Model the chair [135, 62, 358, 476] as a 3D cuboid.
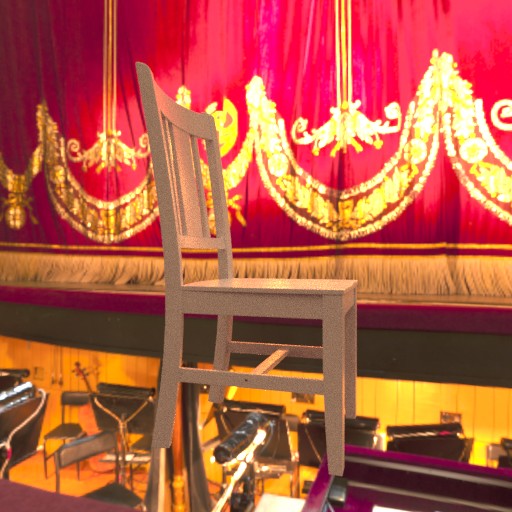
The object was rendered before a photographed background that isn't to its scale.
[{"bbox_3d":[0.000,0.000,1.278,0.555,0.998,0.450,0,0,17],"label":"chair"}]
